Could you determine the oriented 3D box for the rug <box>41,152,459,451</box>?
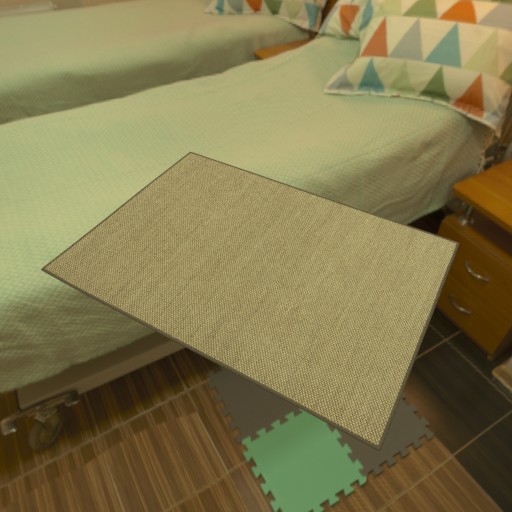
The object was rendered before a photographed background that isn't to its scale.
[{"bbox_3d":[0.000,0.000,2.753,2.133,0.012,1.523,23,49,21],"label":"rug"}]
